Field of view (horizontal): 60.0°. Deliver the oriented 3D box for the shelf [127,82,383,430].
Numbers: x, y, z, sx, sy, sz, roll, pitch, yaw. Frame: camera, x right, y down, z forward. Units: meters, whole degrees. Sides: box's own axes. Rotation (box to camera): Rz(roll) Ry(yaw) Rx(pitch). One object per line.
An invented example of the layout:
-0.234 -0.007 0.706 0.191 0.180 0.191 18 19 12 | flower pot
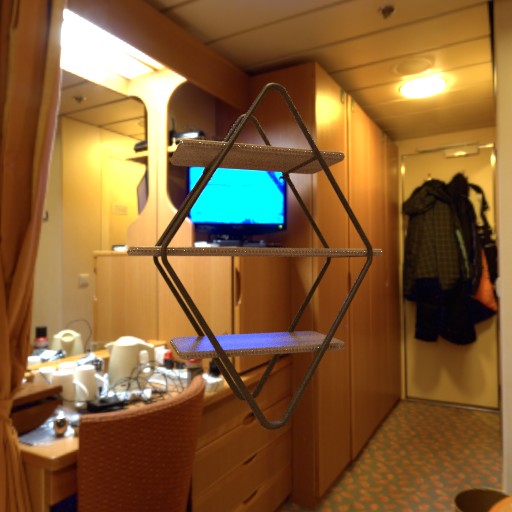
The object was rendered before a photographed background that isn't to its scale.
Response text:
0.000 0.000 1.092 0.609 0.774 0.234 0 -1 -17 | shelf
